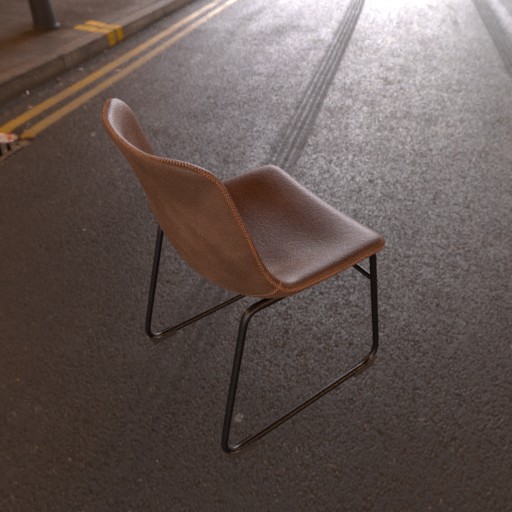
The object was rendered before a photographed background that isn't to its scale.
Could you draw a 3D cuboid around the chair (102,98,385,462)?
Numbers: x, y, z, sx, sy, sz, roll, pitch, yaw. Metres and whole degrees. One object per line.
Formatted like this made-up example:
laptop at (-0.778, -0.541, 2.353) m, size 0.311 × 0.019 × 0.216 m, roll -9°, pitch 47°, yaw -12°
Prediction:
chair at (0.000, 0.000, 1.081) m, size 0.551 × 0.780 × 0.460 m, roll -24°, pitch 46°, yaw -26°
